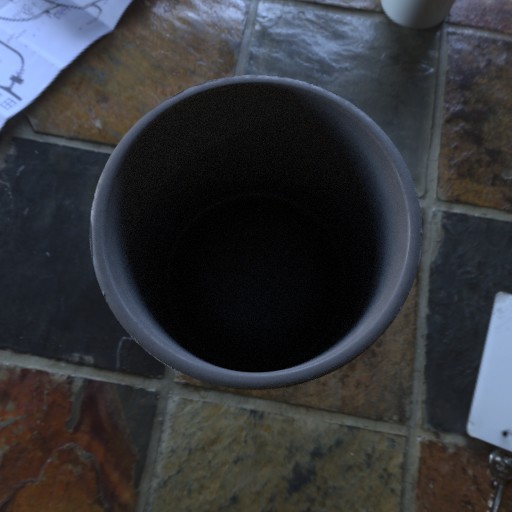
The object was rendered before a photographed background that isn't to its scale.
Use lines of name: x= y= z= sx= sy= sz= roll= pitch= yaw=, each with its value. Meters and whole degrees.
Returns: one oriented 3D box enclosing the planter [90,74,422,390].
planter: x=0.000 y=0.000 z=0.384 sx=0.221 sy=0.201 sz=0.221 roll=0 pitch=75 yaw=0
